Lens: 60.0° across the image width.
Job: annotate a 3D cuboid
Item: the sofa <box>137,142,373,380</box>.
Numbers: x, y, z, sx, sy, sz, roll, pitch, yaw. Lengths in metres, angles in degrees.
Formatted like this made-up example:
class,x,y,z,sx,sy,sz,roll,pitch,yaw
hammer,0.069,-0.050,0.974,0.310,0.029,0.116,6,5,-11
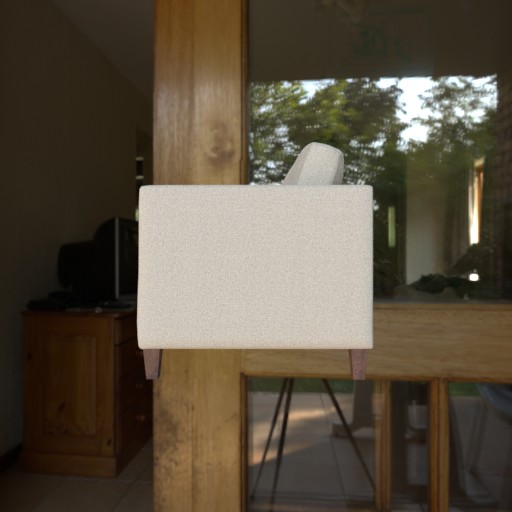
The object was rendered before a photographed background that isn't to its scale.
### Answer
class,x,y,z,sx,sy,sz,roll,pitch,yaw
sofa,0.000,0.000,2.880,0.951,0.968,2.361,0,0,0
